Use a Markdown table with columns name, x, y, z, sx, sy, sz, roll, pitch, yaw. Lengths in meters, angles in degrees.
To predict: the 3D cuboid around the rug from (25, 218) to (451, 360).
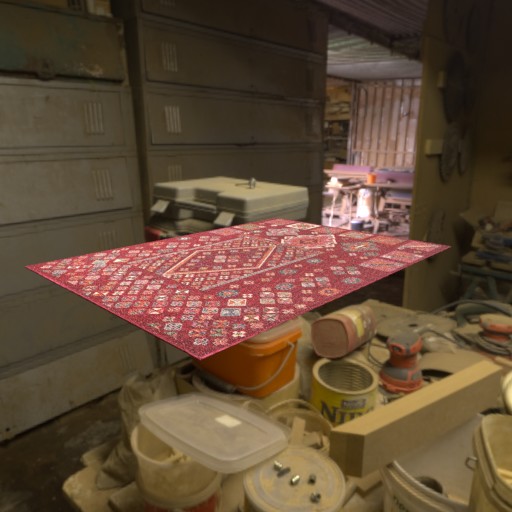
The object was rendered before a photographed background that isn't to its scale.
| name | x | y | z | sx | sy | sz | roll | pitch | yaw |
| --- | --- | --- | --- | --- | --- | --- | --- | --- | --- |
| rug | 0.000 | 0.000 | 2.770 | 1.579 | 0.007 | 2.184 | 14 | 21 | 42 |
